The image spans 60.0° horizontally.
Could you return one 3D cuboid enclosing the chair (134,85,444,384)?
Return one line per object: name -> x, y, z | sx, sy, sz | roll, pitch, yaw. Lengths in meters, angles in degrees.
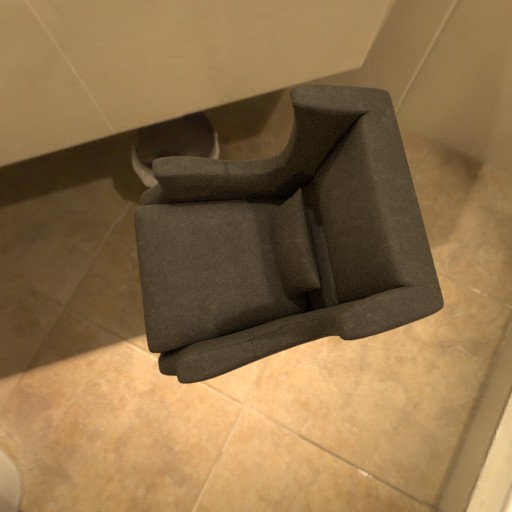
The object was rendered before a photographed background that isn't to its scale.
chair -> 0.000, 0.000, 1.705 | 0.926, 1.016, 0.853 | -9, 77, -2
